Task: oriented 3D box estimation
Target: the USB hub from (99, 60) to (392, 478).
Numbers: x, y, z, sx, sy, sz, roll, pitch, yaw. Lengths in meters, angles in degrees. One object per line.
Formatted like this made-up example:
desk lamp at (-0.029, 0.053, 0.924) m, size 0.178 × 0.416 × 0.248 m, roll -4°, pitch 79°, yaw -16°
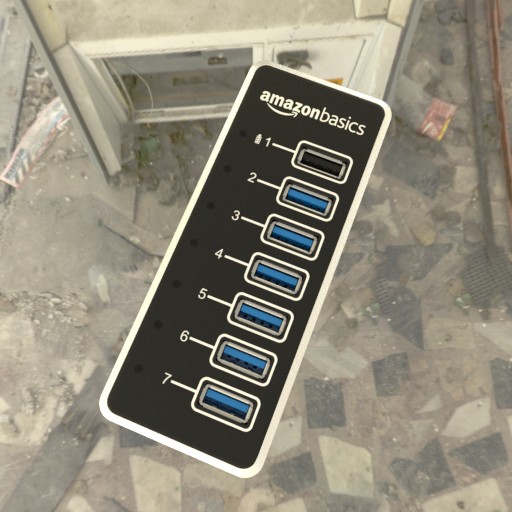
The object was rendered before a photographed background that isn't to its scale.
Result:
USB hub at (0.000, 0.000, 0.131) m, size 0.044 × 0.023 × 0.110 m, roll 21°, pitch 78°, yaw 5°
